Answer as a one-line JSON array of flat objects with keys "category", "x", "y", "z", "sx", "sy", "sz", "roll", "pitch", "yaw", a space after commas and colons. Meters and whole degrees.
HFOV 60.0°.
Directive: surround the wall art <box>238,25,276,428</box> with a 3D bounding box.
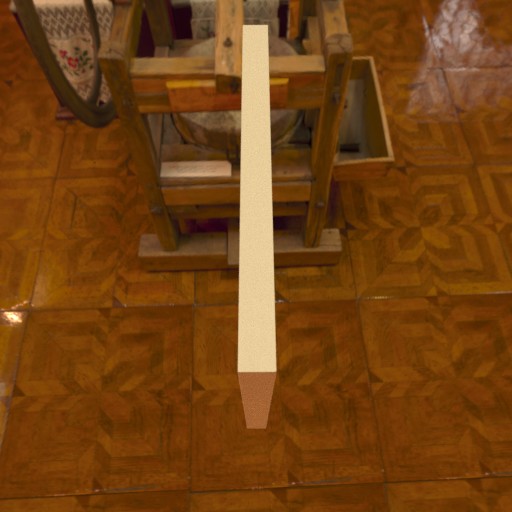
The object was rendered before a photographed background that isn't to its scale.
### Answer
[{"category": "wall art", "x": 0.000, "y": 0.000, "z": 0.766, "sx": 0.037, "sy": 0.508, "sz": 0.508, "roll": 0, "pitch": 63, "yaw": 0}]
